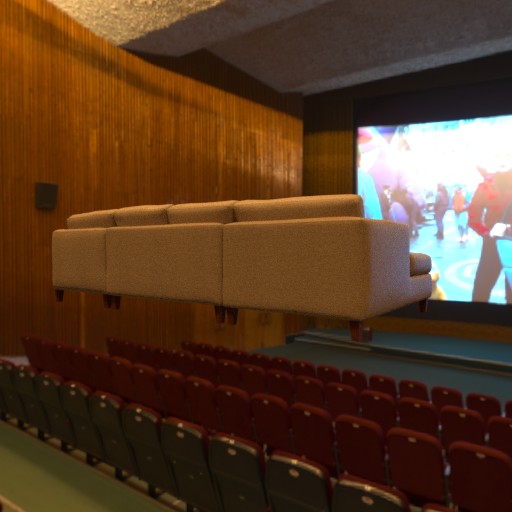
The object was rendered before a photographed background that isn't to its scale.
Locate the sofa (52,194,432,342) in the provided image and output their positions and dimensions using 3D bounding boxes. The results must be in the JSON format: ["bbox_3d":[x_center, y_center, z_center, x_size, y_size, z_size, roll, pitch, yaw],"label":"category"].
[{"bbox_3d":[0.000,0.000,4.666,3.460,0.961,2.594,1,1,36],"label":"sofa"}]
